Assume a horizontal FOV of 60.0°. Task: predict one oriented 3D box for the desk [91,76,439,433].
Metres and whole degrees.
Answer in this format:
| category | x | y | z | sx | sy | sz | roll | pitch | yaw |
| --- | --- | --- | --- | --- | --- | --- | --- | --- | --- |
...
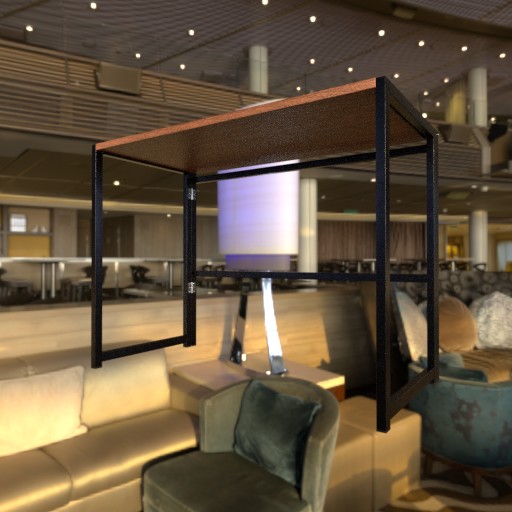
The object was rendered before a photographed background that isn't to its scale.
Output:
| category | x | y | z | sx | sy | sz | roll | pitch | yaw |
| --- | --- | --- | --- | --- | --- | --- | --- | --- | --- |
| desk | 0.000 | 0.000 | 1.435 | 1.016 | 0.762 | 0.508 | 0 | -1 | 34 |
